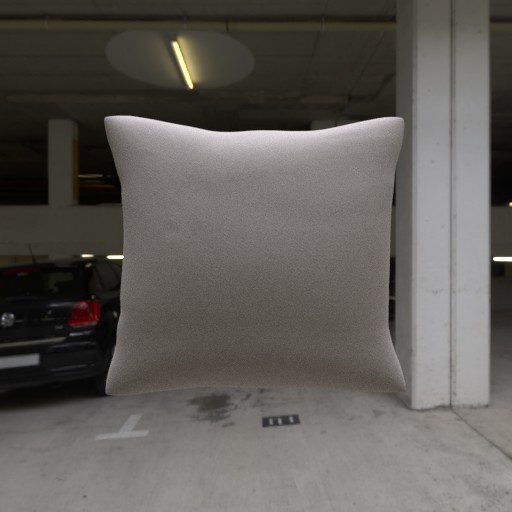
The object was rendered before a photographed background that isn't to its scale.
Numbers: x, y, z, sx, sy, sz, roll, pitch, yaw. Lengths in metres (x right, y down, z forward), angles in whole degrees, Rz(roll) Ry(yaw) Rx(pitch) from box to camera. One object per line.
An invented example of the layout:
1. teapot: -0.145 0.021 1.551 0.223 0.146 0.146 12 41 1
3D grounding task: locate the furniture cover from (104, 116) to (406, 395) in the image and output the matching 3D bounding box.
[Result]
1. furniture cover: 0.000 0.000 0.810 0.552 0.509 0.193 0 0 -1
